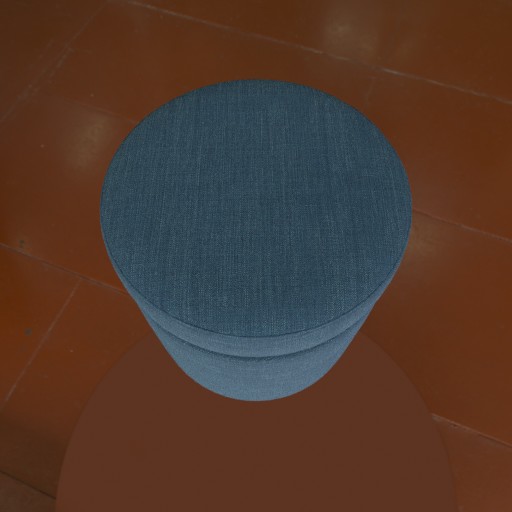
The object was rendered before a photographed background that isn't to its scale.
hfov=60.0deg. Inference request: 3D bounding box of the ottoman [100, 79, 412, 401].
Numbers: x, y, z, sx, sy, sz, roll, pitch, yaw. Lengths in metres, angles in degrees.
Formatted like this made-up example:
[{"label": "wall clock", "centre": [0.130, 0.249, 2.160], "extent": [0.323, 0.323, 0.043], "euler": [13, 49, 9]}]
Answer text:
[{"label": "ottoman", "centre": [0.000, 0.000, 0.724], "extent": [0.398, 0.406, 0.398], "euler": [0, 63, 0]}]
